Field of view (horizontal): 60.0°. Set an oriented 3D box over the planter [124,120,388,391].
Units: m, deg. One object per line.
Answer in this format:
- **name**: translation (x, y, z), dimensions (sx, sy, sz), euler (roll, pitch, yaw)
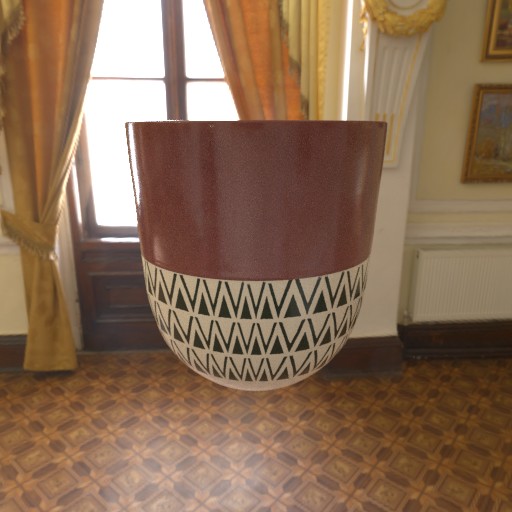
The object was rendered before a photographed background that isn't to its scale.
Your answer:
- **planter**: translation (0.000, 0.000, 0.370), dimensions (0.195, 0.214, 0.195), euler (0, 16, 0)
